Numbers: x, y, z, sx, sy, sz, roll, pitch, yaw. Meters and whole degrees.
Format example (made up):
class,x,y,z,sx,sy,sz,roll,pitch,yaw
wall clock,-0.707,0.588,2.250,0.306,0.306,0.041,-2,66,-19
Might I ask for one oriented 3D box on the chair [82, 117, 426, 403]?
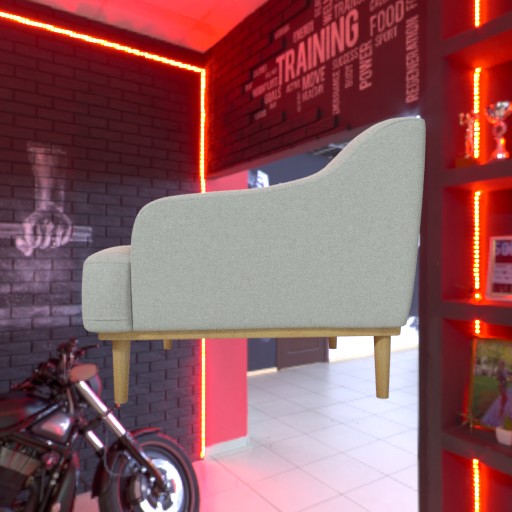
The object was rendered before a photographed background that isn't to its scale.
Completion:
class,x,y,z,sx,sy,sz,roll,pitch,yaw
chair,0.000,0.000,1.620,0.951,0.818,0.946,0,-1,-2
